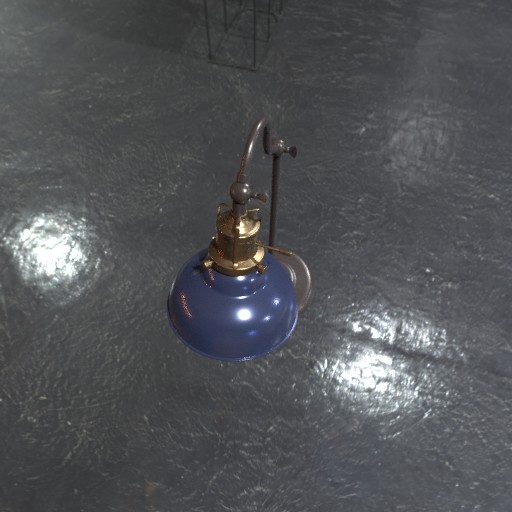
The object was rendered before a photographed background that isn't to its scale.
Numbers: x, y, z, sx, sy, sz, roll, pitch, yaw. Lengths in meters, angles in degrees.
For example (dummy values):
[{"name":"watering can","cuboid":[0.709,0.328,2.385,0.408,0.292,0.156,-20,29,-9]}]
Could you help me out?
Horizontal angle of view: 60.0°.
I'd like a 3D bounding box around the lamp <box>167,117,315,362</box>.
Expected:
[{"name":"lamp","cuboid":[0.000,0.000,0.685,0.192,0.508,0.374,16,59,10]}]
